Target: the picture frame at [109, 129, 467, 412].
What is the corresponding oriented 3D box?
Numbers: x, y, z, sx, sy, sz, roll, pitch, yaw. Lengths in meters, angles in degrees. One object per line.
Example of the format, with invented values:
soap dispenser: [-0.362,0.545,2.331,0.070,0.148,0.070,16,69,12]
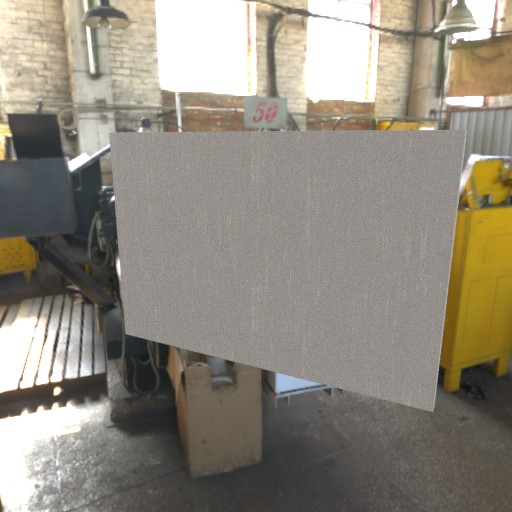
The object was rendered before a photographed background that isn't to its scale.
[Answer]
picture frame: [0.000,0.000,1.183,0.950,0.640,0.029,7,17,26]
